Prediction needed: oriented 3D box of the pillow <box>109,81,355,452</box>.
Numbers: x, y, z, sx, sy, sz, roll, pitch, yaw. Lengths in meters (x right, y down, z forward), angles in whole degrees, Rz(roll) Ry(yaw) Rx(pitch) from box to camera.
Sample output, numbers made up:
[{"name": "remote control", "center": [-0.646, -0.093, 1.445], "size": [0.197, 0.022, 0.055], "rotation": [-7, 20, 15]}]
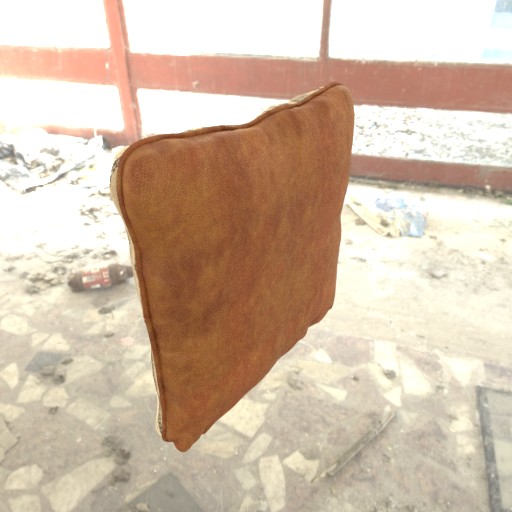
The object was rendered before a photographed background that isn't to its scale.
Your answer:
[{"name": "pillow", "center": [0.000, 0.000, 0.731], "size": [0.130, 0.490, 0.489], "rotation": [22, 38, 31]}]
